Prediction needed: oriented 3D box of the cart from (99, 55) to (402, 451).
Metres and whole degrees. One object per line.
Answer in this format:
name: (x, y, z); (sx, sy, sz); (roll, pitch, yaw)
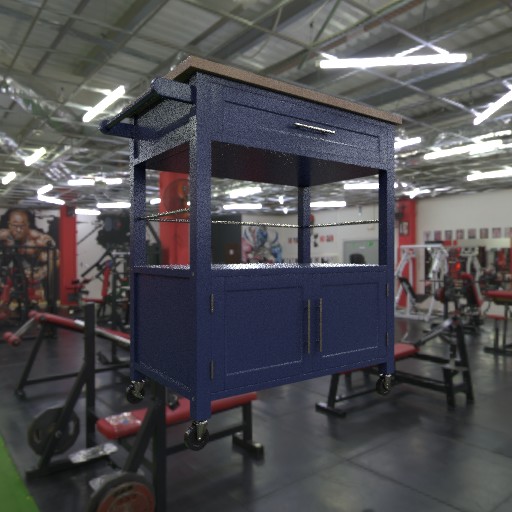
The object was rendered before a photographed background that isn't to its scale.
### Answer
cart: (0.000, 0.000, 1.377); (0.840, 0.901, 0.459); (0, 0, -36)
